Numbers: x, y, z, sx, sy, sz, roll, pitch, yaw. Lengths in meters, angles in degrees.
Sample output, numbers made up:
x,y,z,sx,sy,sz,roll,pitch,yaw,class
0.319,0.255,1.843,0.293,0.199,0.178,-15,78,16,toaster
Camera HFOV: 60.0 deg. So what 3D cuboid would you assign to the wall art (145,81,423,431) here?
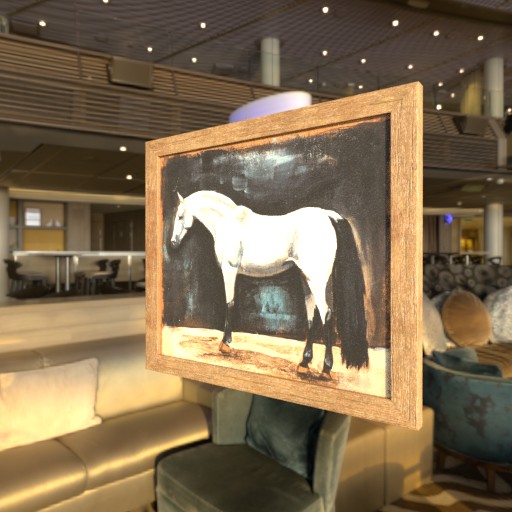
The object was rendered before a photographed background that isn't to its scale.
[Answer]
x,y,z,sx,sy,sz,roll,pitch,yaw,class
0.000,0.000,0.956,0.690,0.588,0.026,0,0,36,wall art
